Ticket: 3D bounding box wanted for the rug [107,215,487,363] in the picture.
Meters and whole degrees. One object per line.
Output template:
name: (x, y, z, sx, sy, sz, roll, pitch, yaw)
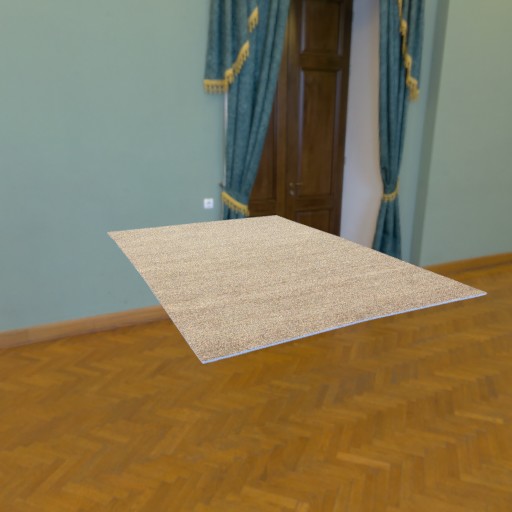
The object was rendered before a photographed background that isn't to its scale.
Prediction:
rug: (0.000, 0.000, 3.015, 1.609, 0.030, 2.342, -8, 18, -25)
